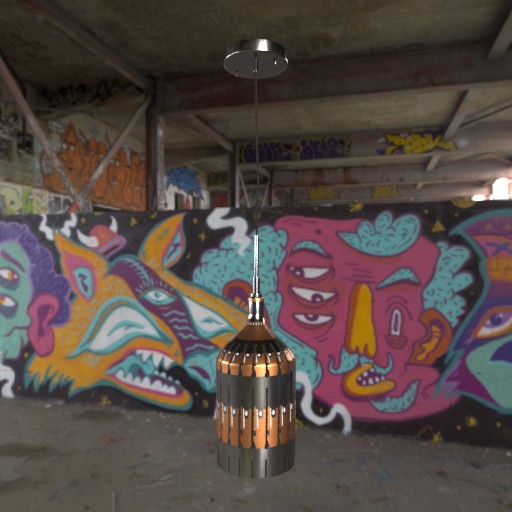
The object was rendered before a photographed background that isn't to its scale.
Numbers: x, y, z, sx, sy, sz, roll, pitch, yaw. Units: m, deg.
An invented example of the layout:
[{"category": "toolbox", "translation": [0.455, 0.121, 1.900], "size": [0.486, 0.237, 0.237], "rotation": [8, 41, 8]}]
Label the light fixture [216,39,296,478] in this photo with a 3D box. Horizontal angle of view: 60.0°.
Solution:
[{"category": "light fixture", "translation": [0.000, 0.000, 1.682], "size": [0.303, 1.535, 0.303], "rotation": [0, -1, 0]}]
